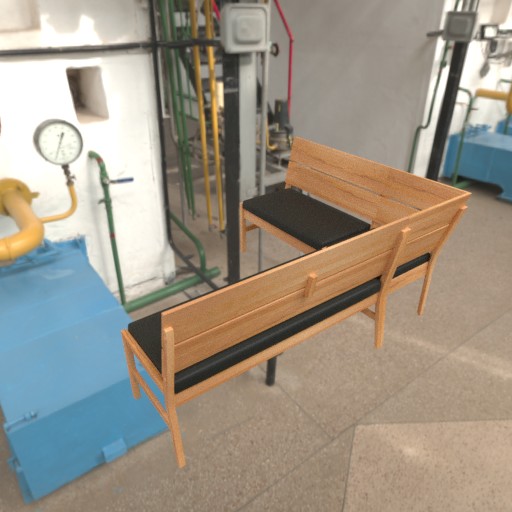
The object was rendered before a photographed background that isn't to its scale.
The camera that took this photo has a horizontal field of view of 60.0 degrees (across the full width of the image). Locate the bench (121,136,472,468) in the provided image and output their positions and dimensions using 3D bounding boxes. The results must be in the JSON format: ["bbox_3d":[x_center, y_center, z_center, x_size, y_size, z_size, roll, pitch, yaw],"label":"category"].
[{"bbox_3d":[0.000,0.000,2.811,1.948,0.890,1.548,-20,35,-31],"label":"bench"}]
